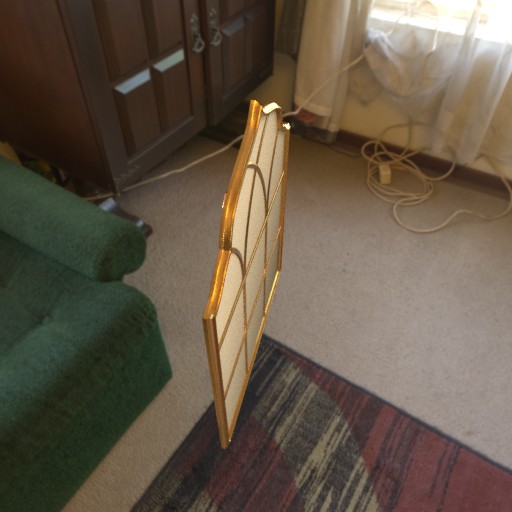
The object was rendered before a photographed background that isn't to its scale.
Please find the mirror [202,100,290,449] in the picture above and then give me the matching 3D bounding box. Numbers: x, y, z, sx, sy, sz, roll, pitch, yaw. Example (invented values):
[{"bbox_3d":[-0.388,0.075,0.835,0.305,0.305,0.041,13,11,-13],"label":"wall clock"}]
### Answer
[{"bbox_3d":[0.000,0.000,0.853,0.018,0.635,0.513,11,48,10],"label":"mirror"}]
